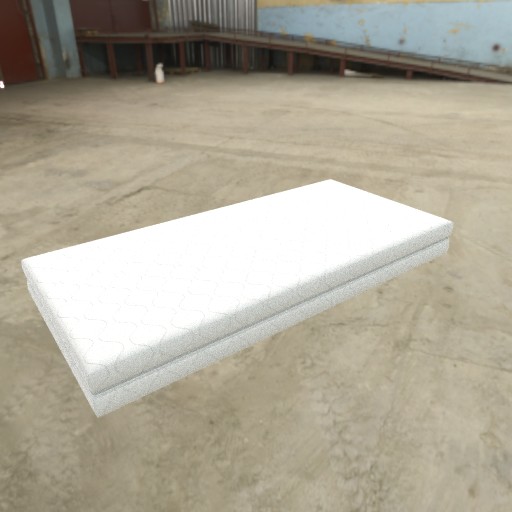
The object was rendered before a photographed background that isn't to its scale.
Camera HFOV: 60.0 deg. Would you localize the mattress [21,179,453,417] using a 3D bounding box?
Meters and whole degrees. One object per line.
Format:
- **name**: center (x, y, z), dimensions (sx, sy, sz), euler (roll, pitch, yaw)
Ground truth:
- **mattress**: center (0.000, 0.000, 2.154), dimensions (1.900, 0.200, 0.900), euler (-19, 33, -32)
